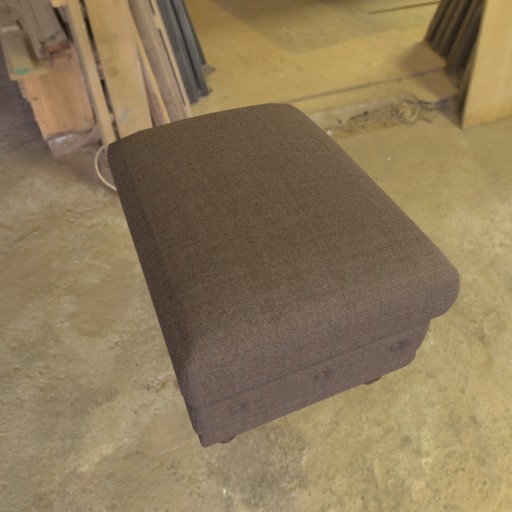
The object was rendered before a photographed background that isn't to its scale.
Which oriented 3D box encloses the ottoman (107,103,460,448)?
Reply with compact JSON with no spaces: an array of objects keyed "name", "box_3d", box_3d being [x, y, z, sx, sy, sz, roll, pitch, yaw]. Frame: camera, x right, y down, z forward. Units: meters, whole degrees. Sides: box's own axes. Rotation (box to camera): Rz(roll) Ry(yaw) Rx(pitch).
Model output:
[{"name":"ottoman","box_3d":[0.000,0.000,1.198,0.599,0.555,0.809,-16,48,-16]}]
